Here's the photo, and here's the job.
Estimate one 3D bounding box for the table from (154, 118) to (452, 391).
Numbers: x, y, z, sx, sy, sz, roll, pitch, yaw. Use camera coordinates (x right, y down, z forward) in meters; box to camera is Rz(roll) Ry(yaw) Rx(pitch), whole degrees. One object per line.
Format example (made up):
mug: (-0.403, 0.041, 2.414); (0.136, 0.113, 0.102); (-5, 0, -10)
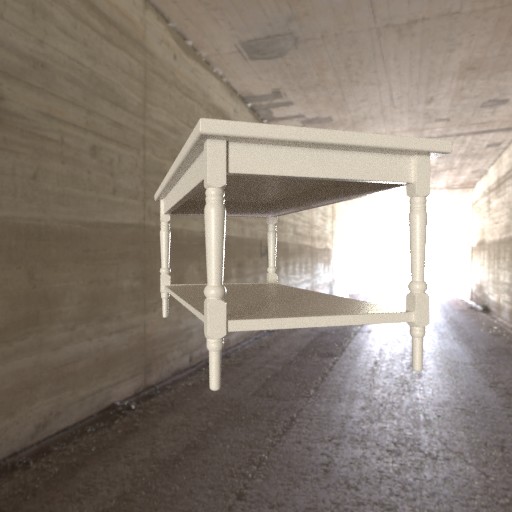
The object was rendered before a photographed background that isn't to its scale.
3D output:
table: (0.000, 0.000, 1.408); (0.550, 0.510, 1.107); (0, 1, -17)
